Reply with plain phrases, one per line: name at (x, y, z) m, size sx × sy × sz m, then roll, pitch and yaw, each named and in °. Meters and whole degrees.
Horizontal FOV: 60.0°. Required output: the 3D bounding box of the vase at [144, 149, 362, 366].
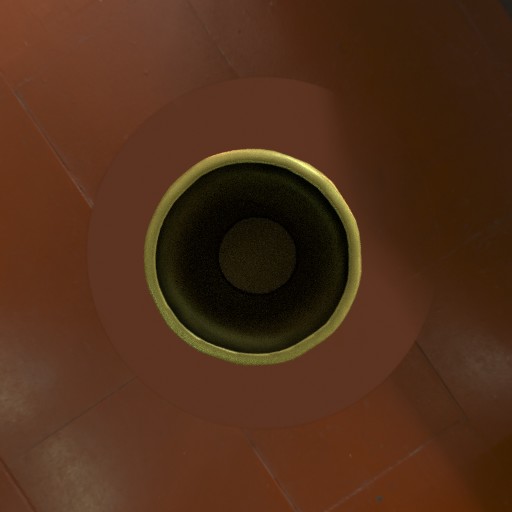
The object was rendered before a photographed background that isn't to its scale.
vase at (0.000, 0.000, 0.176) m, size 0.061 × 0.143 × 0.061 m, roll 0°, pitch 90°, yaw 1°
